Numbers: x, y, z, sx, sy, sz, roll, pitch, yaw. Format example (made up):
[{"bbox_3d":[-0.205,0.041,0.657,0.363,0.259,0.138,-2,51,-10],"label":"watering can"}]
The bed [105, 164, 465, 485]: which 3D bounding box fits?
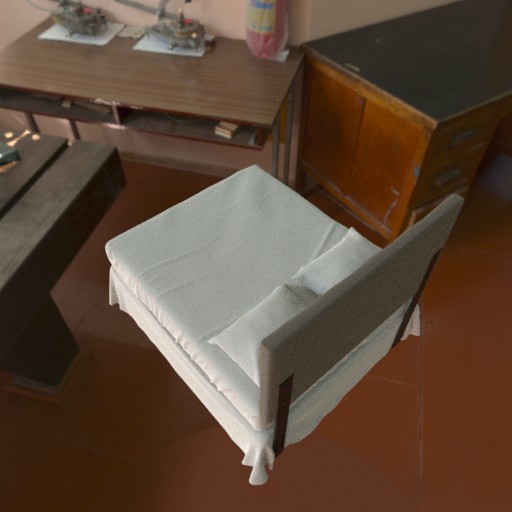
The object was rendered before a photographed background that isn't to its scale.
[{"bbox_3d":[0.000,0.000,3.441,1.936,1.577,2.222,-33,56,-26],"label":"bed"}]
